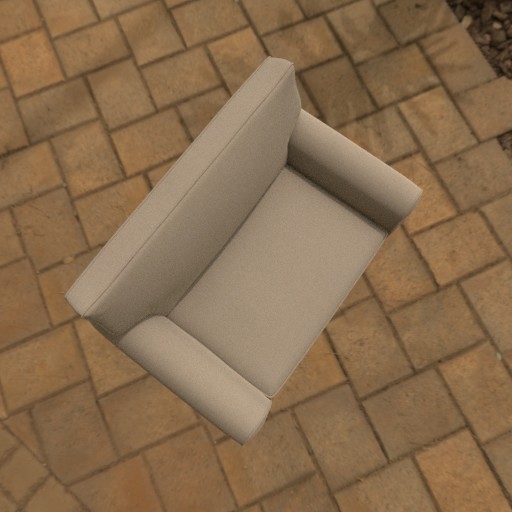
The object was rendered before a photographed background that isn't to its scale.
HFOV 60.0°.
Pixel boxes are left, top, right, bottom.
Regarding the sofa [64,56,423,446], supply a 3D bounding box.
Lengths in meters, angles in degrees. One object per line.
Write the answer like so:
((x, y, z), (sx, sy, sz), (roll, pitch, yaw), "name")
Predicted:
((0.000, 0.000, 2.106), (0.937, 1.006, 1.405), (36, 79, 8), "sofa")
